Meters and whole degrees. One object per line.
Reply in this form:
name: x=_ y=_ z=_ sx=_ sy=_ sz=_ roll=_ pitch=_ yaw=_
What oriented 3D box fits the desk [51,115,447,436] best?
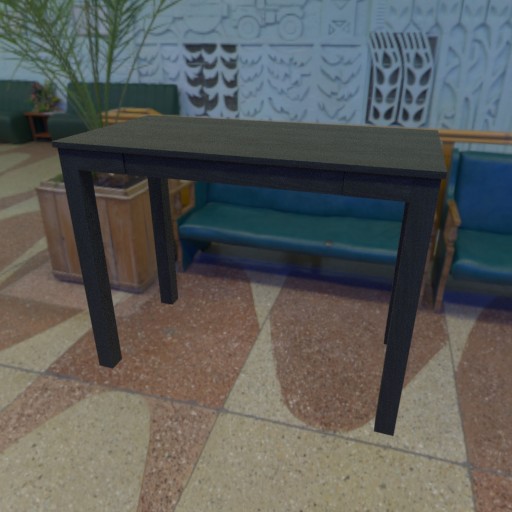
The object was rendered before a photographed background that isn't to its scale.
desk: x=0.000 y=0.000 z=1.428 sx=0.991 sy=0.762 sz=0.499 roll=8 pitch=27 yaw=16
